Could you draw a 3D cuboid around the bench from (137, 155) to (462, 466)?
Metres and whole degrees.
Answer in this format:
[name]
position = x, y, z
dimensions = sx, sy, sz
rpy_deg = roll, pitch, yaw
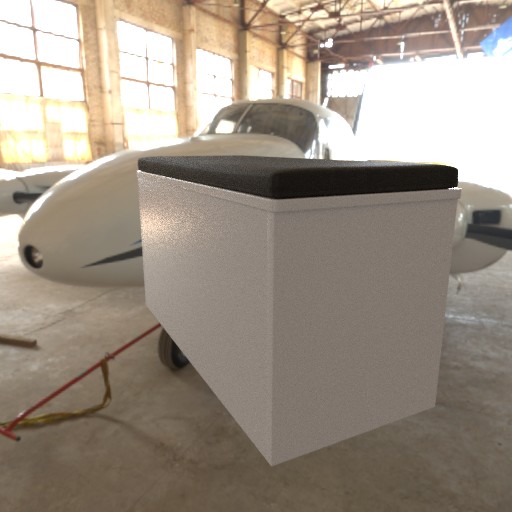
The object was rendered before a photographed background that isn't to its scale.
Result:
[bench]
position = 0.000, 0.000, 1.169
dimensions = 0.401, 0.500, 0.899
rpy_deg = -7, 16, -26
